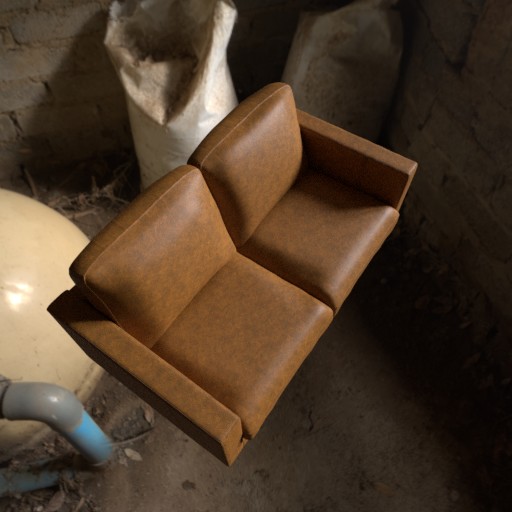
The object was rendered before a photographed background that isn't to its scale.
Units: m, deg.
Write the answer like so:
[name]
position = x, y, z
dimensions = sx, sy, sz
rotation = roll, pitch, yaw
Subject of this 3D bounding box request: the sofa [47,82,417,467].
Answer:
[sofa]
position = 0.000, 0.000, 2.116
dimensions = 0.909, 0.951, 1.578
rotation = 31, 62, 18
